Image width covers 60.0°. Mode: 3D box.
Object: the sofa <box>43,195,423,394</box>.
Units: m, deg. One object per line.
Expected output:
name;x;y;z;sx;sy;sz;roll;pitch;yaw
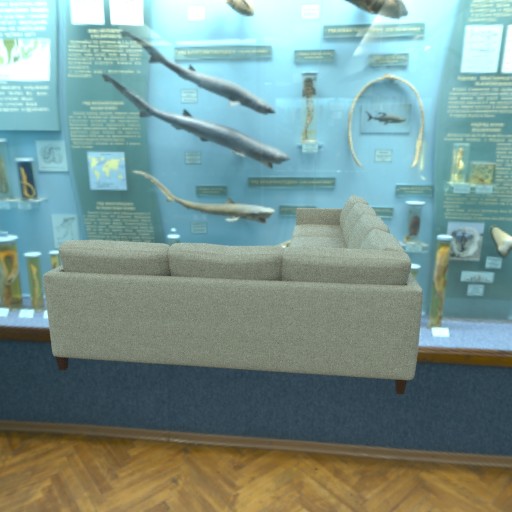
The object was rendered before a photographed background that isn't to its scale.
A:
sofa;0.000;0.000;4.445;2.522;0.934;3.333;2;15;7
